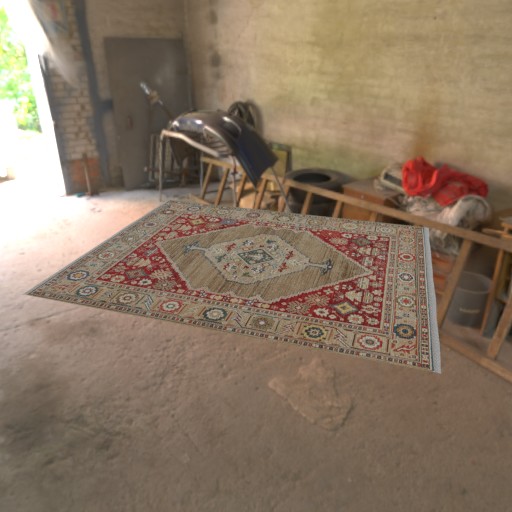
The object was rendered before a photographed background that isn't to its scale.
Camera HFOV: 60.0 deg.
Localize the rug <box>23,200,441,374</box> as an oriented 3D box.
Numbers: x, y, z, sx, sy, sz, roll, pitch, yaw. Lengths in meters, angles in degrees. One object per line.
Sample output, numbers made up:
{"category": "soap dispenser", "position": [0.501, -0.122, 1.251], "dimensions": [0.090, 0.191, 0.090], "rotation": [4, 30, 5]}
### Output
{"category": "rug", "position": [0.000, 0.000, 4.157], "dimensions": [3.143, 0.008, 2.451], "rotation": [8, 27, 16]}
